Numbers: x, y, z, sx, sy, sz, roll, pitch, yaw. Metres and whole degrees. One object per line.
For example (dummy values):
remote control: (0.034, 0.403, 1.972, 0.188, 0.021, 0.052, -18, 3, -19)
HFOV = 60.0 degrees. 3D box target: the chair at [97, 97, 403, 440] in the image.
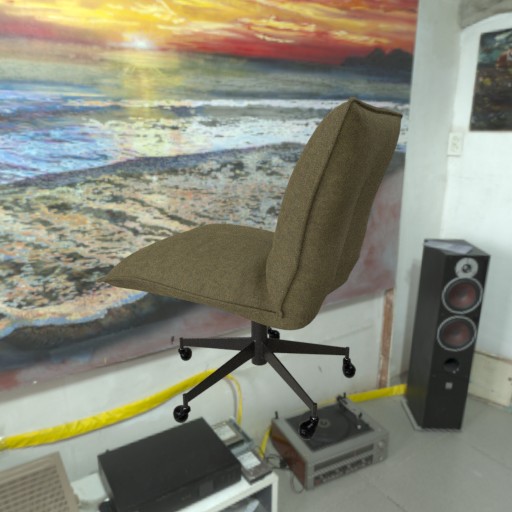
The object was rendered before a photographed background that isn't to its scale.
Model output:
chair: (0.000, 0.000, 1.283, 0.696, 0.811, 0.597, 7, 17, 25)
